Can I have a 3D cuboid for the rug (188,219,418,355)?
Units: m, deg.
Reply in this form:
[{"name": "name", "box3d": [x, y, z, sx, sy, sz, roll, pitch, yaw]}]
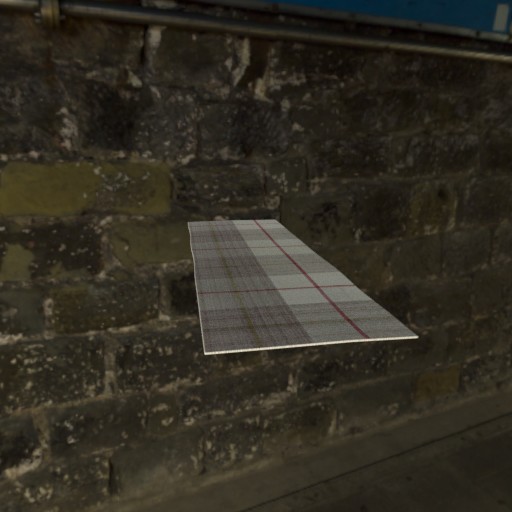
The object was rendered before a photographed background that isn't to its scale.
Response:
[{"name": "rug", "box3d": [0.000, 0.000, 2.686, 0.762, 0.013, 2.439, -2, 15, -9]}]
